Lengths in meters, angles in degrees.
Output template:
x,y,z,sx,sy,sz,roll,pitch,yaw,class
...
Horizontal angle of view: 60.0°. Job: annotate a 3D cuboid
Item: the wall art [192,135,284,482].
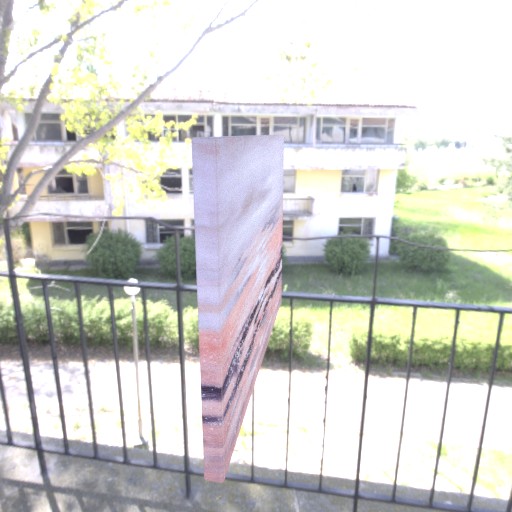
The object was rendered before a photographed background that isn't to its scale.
x,y,z,sx,sy,sz,roll,pitch,yaw,class
0.000,0.000,1.162,0.038,0.609,0.913,3,16,9,wall art
